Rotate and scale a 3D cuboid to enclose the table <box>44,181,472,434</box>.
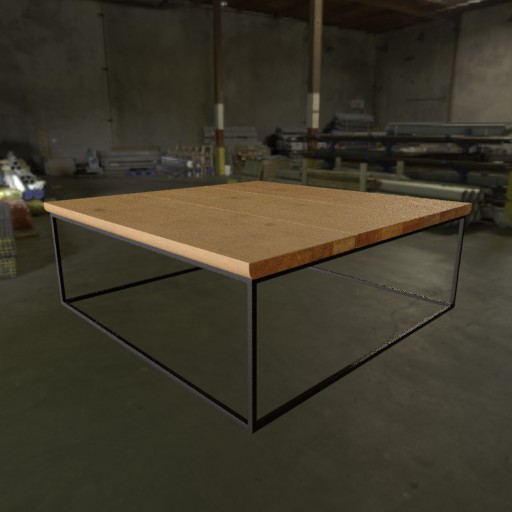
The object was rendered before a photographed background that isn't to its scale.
[{"bbox_3d":[0.000,0.000,1.663,1.100,0.400,1.100,-14,21,-42],"label":"table"}]
